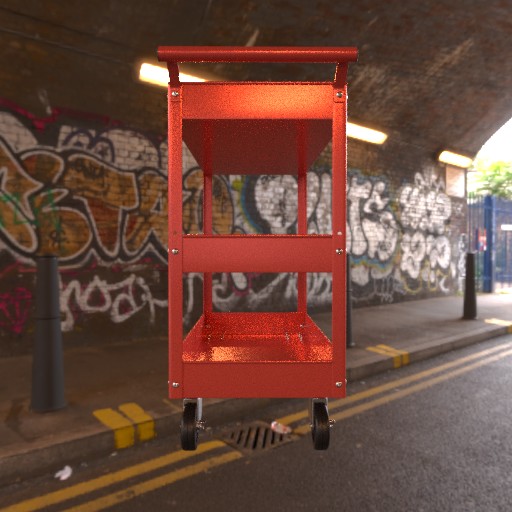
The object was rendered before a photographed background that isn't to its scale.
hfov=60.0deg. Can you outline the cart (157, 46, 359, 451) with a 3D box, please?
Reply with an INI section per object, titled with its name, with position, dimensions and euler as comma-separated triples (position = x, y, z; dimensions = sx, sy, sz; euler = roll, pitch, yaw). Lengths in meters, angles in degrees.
[cart]
position = 0.000, 0.000, 1.168
dimensions = 0.366, 0.780, 0.719
euler = 0, 1, -1
